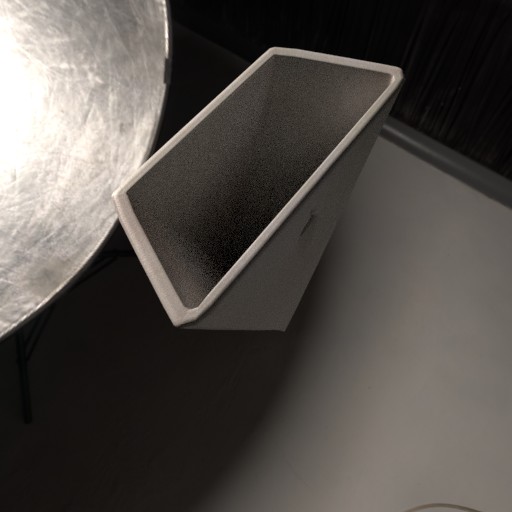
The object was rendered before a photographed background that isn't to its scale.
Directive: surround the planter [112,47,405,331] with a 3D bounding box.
[{"bbox_3d":[0.000,0.000,0.265,0.060,0.197,0.150,34,68,16],"label":"planter"}]
